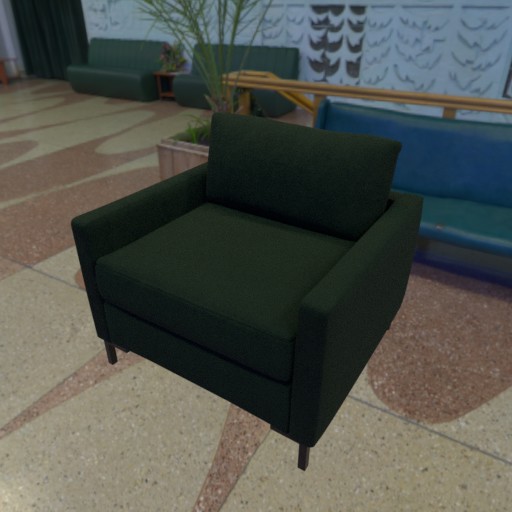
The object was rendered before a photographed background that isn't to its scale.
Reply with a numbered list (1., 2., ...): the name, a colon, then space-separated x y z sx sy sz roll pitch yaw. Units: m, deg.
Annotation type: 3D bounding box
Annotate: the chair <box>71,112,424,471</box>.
1. chair: 0.000 0.000 1.632 0.963 0.861 0.866 18 34 28
